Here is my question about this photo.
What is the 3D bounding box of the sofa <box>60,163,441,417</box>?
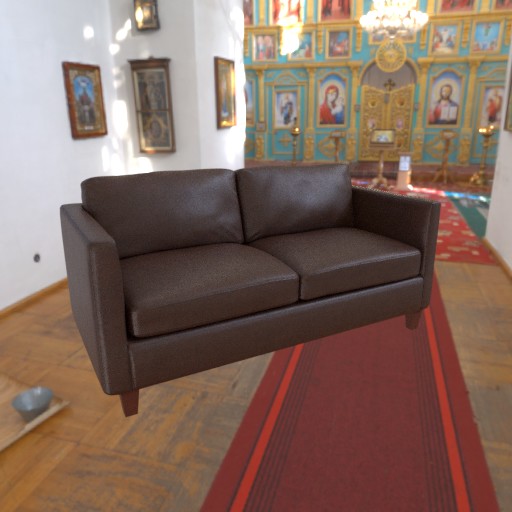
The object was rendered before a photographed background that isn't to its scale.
[{"bbox_3d":[0.000,0.000,2.466,1.883,0.933,0.951,-9,19,-28],"label":"sofa"}]
